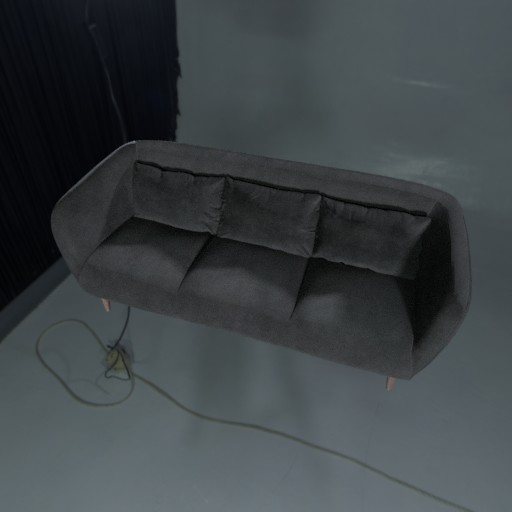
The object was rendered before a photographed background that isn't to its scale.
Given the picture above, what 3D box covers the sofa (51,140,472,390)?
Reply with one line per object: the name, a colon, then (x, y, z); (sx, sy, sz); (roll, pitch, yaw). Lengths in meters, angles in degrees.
sofa: (0.000, 0.000, 2.707); (2.296, 0.875, 0.956); (13, 42, 14)
